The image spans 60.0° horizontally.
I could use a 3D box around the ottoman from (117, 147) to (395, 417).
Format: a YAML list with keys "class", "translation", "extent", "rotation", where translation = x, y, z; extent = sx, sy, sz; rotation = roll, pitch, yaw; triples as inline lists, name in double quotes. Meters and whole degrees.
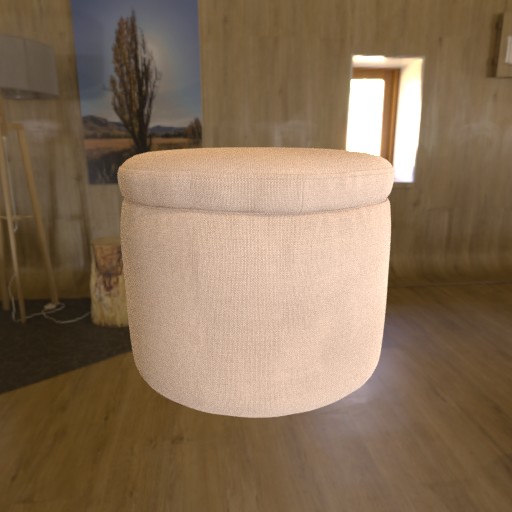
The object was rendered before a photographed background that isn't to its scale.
- class: "ottoman"
  translation: [0.000, 0.000, 0.862]
  extent: [0.497, 0.409, 0.497]
  rotation: [0, 14, 0]
